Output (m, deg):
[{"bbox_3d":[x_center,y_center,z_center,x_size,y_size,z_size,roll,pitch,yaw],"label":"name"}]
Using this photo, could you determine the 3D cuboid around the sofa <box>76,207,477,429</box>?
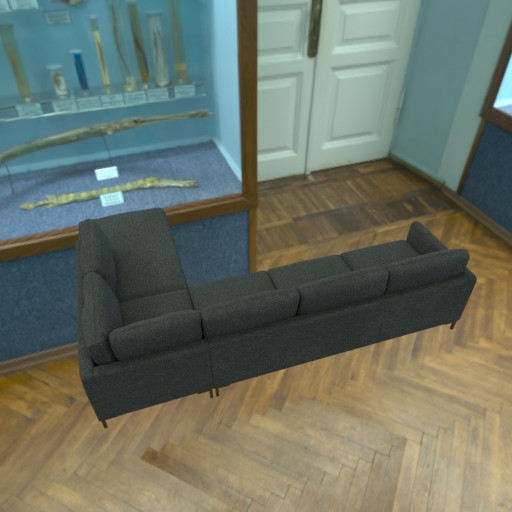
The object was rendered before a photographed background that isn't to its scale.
[{"bbox_3d":[0.000,0.000,3.862,2.949,0.815,2.007,-12,42,-14],"label":"sofa"}]
